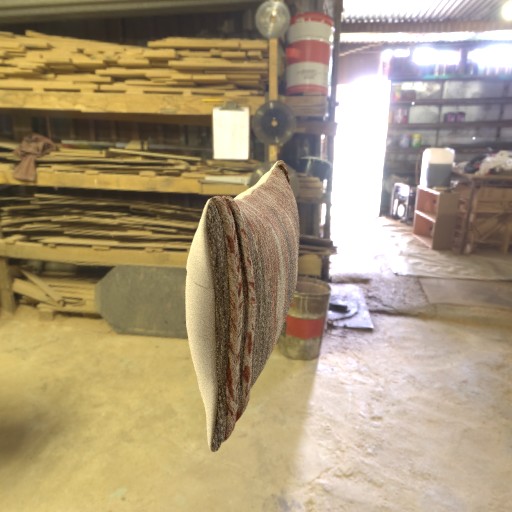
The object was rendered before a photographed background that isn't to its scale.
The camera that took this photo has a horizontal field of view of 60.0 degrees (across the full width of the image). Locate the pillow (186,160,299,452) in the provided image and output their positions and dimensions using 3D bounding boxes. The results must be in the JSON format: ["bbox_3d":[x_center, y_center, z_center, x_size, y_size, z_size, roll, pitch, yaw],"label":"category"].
[{"bbox_3d":[0.000,0.000,0.747,0.139,0.282,0.635,3,16,9],"label":"pillow"}]
